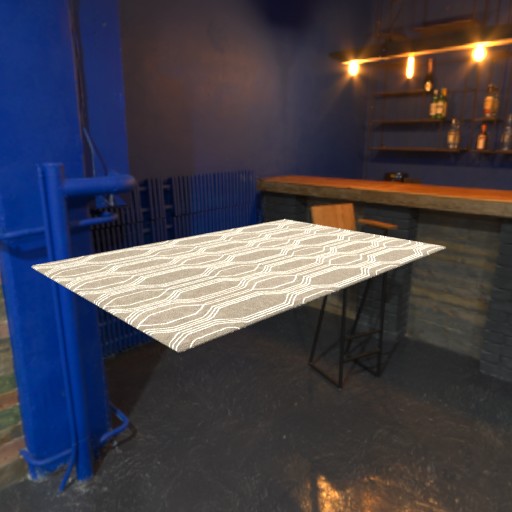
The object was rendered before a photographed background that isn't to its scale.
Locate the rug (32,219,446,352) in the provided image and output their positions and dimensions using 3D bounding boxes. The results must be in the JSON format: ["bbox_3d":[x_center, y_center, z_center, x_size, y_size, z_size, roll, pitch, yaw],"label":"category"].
[{"bbox_3d":[0.000,0.000,2.337,1.836,0.012,1.239,-14,20,-42],"label":"rug"}]
